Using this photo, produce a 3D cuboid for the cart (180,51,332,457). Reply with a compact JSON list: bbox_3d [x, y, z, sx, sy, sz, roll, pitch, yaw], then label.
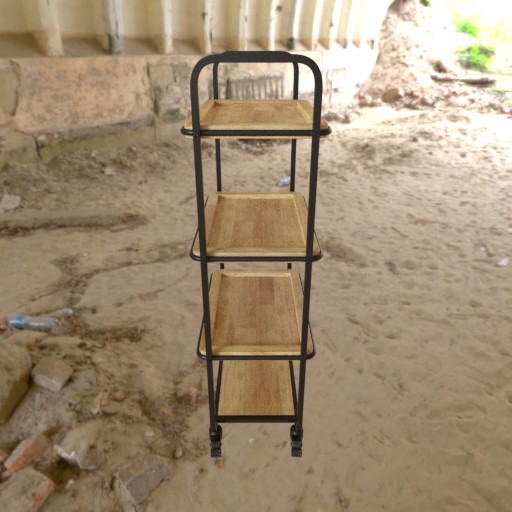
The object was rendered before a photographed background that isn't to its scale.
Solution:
[{"bbox_3d":[0.000,0.000,1.293,0.321,1.080,0.545,0,25,0],"label":"cart"}]
